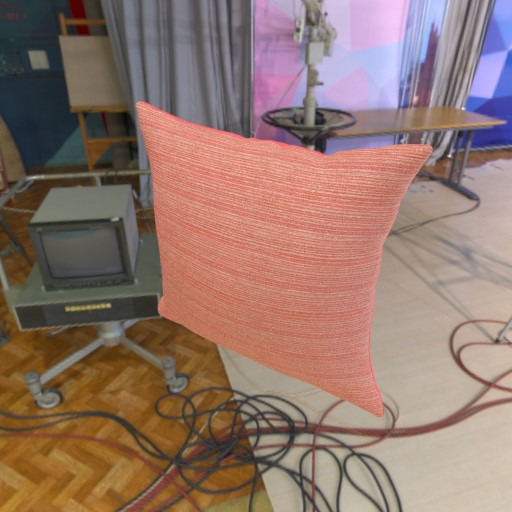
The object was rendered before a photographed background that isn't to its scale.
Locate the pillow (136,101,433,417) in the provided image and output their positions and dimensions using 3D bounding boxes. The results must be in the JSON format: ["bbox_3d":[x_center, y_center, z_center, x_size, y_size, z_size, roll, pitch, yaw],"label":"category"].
[{"bbox_3d":[0.000,0.000,0.815,0.559,0.501,0.229,19,36,29],"label":"pillow"}]
